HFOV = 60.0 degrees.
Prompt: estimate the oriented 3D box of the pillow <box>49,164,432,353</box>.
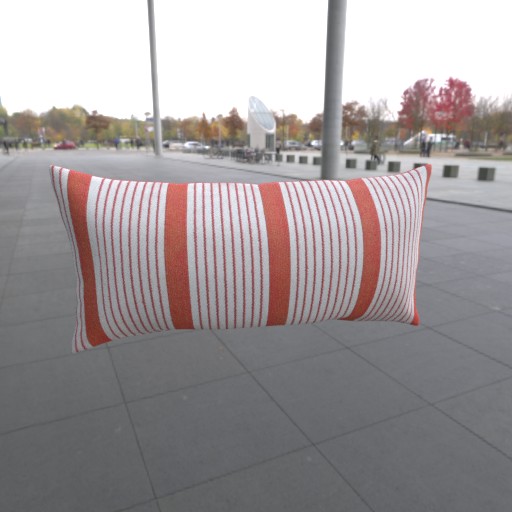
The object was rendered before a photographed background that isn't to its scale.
[{"bbox_3d":[0.000,0.000,0.727,0.608,0.297,0.151,-3,15,-10],"label":"pillow"}]
